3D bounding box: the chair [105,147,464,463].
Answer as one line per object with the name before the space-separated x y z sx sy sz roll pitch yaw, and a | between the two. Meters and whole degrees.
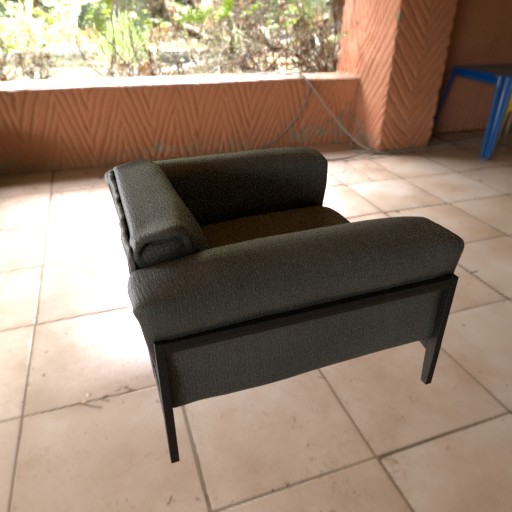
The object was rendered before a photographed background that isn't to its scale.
chair | 0.000 0.000 1.664 0.969 0.646 1.056 -10 31 -18
